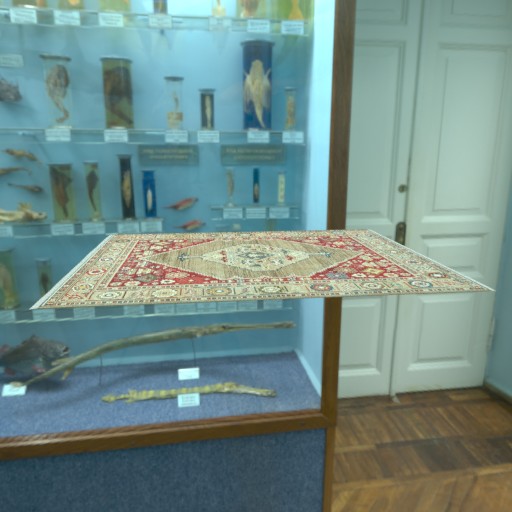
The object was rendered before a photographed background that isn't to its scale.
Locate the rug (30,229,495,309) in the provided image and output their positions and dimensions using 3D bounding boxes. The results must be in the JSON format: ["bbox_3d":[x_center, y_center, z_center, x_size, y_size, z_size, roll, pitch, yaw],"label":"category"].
[{"bbox_3d":[0.000,0.000,4.121,3.143,0.008,2.451,-2,14,-7],"label":"rug"}]
